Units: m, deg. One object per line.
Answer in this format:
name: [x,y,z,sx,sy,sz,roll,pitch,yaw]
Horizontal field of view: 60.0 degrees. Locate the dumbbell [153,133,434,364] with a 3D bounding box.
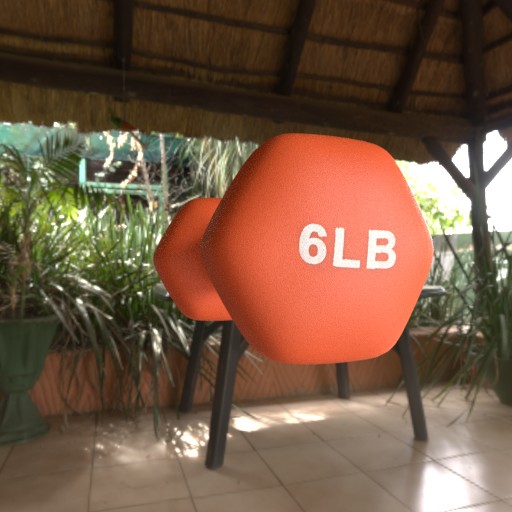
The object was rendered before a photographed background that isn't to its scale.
dumbbell: [0.000,0.000,0.204,0.079,0.071,0.162,1,-2,-19]
